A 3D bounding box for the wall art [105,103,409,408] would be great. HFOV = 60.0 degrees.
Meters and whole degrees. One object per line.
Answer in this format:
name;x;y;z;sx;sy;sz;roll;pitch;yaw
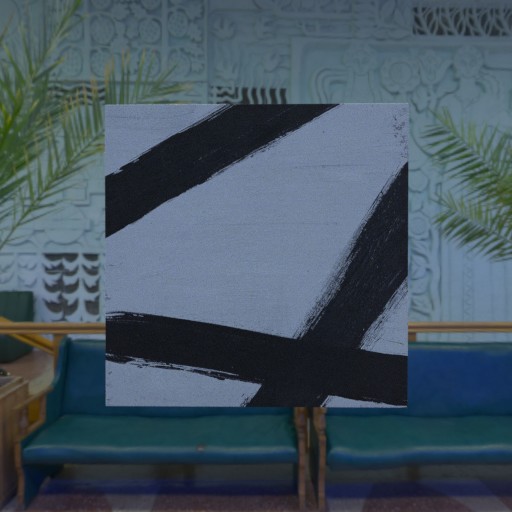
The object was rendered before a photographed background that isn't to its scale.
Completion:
wall art;0.000;0.000;1.141;0.765;0.765;0.046;0;1;1
